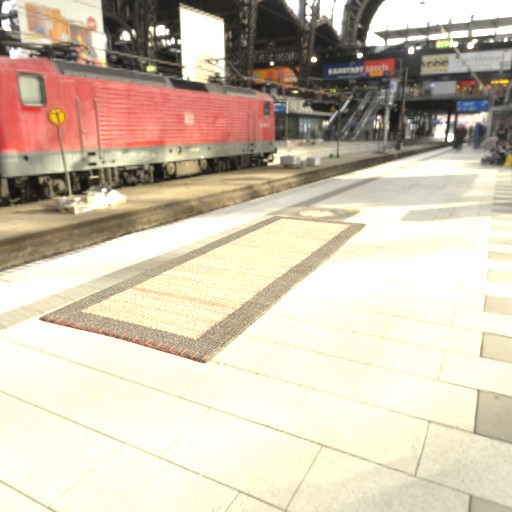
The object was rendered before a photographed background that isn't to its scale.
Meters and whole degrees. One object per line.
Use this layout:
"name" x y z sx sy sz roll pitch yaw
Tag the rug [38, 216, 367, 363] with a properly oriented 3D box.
"rug" 0.000 0.000 2.651 0.810 0.016 2.413 8 18 25
